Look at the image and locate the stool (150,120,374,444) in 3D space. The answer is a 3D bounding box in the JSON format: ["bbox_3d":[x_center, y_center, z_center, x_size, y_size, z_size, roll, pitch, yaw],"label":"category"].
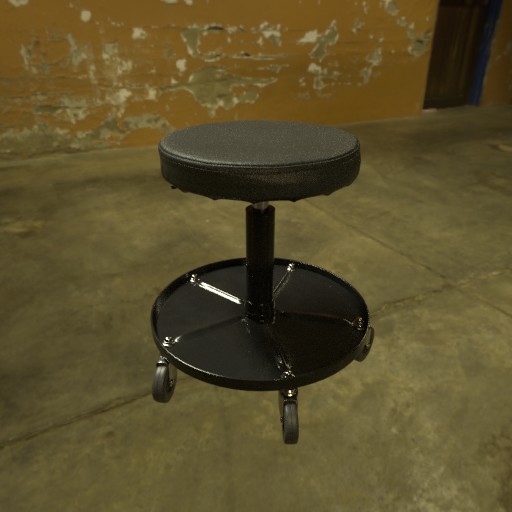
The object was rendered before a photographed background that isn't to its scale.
[{"bbox_3d":[0.000,0.000,0.685,0.382,0.365,0.381,8,28,16],"label":"stool"}]
